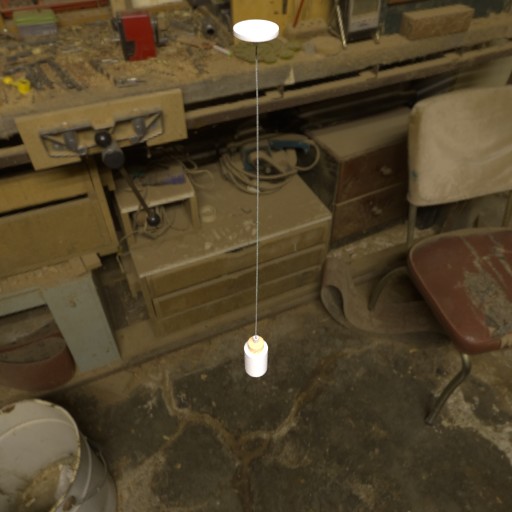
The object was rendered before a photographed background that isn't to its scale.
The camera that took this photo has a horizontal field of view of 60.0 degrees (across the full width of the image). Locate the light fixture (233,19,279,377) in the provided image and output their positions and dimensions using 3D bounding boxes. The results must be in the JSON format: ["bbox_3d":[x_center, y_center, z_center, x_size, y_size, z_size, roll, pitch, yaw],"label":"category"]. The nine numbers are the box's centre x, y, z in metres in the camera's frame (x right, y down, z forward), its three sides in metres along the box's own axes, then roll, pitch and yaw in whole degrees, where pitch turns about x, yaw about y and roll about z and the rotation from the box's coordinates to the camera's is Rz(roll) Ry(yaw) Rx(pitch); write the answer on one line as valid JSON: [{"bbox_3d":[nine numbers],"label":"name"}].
[{"bbox_3d":[0.000,0.000,1.859,0.125,1.798,0.125,-16,48,-15],"label":"light fixture"}]
